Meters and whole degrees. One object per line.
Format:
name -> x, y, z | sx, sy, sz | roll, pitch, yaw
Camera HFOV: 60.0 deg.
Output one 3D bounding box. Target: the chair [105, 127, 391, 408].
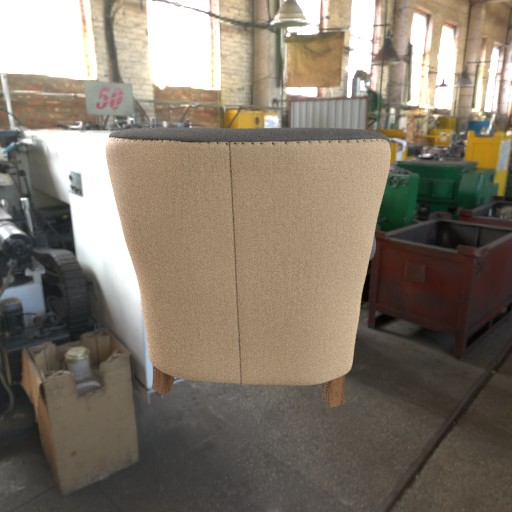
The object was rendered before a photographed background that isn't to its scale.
chair -> 0.000, 0.000, 1.678 | 0.861, 0.936, 0.921 | 2, 17, 8
